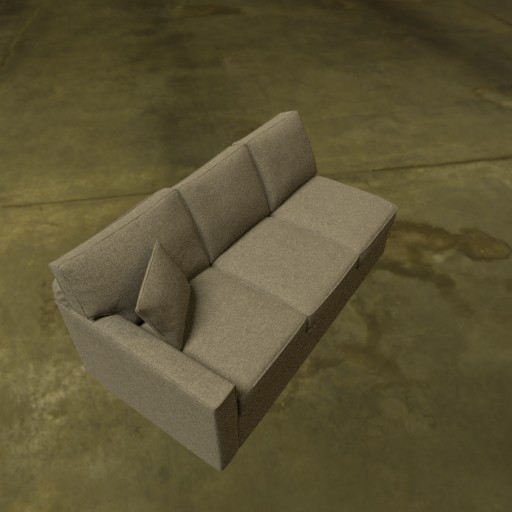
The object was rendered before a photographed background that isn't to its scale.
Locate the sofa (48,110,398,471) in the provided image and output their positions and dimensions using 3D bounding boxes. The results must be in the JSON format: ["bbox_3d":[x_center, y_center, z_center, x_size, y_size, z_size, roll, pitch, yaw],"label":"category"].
[{"bbox_3d":[0.000,0.000,2.616,1.034,0.946,1.963,25,48,25],"label":"sofa"}]
